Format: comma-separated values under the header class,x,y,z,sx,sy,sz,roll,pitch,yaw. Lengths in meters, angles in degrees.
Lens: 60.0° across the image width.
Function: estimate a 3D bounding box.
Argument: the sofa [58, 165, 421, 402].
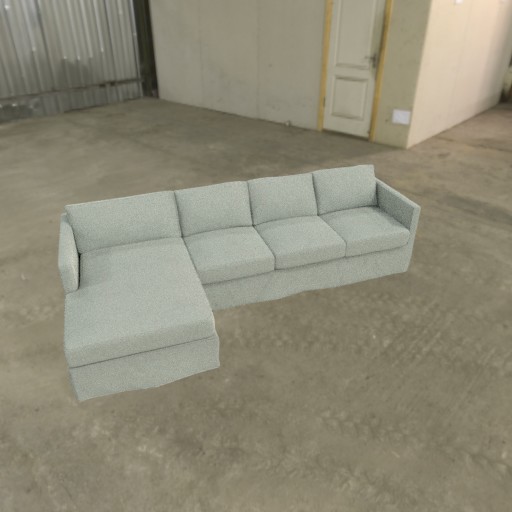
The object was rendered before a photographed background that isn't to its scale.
class,x,y,z,sx,sy,sz,roll,pitch,yaw
sofa,0.000,0.000,3.897,3.205,0.922,1.650,-10,33,-16
